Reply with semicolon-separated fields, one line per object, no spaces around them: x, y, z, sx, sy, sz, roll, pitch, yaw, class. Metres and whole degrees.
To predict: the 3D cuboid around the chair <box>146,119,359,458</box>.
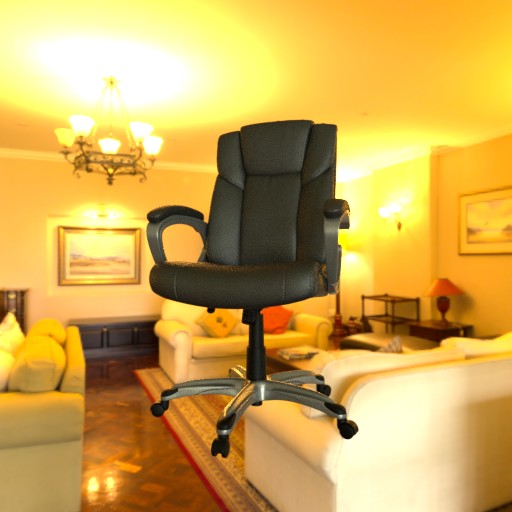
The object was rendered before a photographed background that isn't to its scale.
0.000;0.000;1.564;0.721;1.130;0.719;0;0;18;chair
